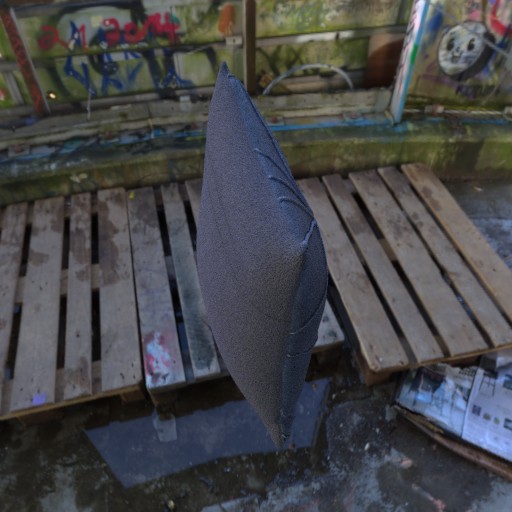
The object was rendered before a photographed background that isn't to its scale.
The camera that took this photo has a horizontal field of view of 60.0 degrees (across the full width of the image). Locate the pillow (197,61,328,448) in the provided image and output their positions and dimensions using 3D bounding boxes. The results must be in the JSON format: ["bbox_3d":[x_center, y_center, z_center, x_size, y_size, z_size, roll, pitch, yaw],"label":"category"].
[{"bbox_3d":[0.000,0.000,0.691,0.183,0.440,0.439,-9,48,-8],"label":"pillow"}]
